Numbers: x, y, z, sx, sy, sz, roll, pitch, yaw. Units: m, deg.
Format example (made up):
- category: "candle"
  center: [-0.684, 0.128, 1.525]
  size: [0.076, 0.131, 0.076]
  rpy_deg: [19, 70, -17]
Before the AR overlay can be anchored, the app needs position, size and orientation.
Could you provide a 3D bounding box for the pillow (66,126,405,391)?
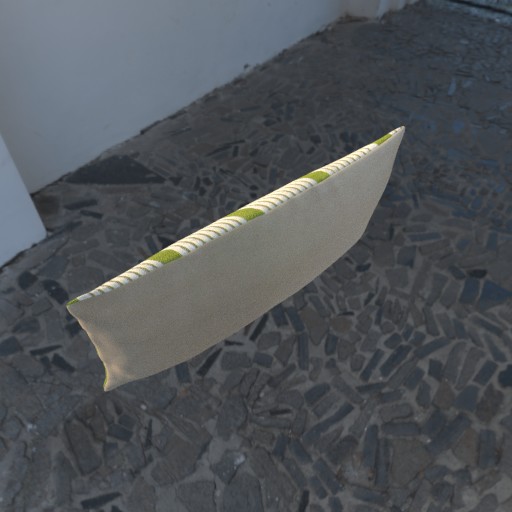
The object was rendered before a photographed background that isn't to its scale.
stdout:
- category: "pillow"
  center: [0.000, 0.000, 0.750]
  size: [0.608, 0.292, 0.156]
  rpy_deg: [-31, 54, -26]
